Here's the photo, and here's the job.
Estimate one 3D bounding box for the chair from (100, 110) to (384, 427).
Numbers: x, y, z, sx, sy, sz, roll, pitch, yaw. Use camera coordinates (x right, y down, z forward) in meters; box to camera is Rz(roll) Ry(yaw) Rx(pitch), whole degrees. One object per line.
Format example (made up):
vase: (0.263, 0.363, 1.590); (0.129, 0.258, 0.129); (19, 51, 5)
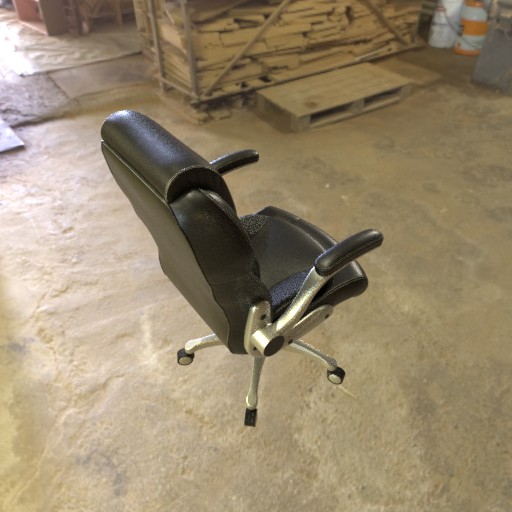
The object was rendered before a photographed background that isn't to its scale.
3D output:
chair: (0.000, 0.000, 1.607); (0.801, 1.141, 0.724); (-26, 48, -26)
